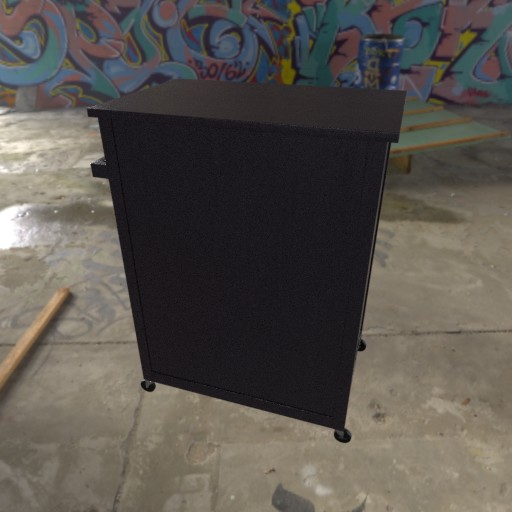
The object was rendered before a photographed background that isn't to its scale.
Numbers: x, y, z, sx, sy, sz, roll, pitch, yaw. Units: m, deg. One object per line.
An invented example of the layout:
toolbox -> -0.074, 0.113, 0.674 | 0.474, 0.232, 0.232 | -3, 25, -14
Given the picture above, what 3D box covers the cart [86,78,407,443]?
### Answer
cart -> 0.000, 0.000, 1.286 | 0.690, 0.878, 0.449 | 9, 32, 16
